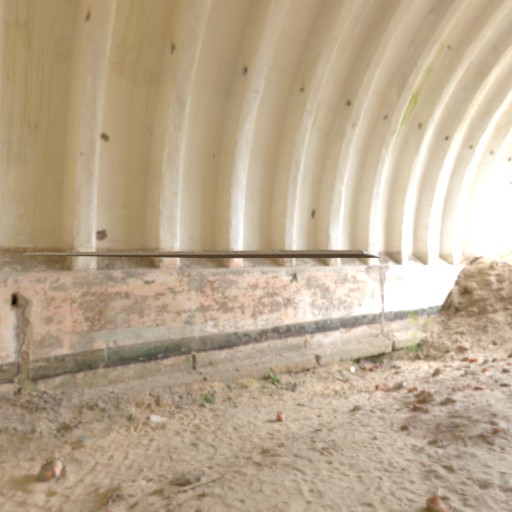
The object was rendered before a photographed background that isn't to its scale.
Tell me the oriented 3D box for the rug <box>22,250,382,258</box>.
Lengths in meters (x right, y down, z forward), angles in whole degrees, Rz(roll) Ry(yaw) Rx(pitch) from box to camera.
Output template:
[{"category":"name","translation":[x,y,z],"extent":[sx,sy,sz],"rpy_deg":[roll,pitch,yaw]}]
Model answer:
[{"category":"rug","translation":[0.000,0.000,3.456],"extent":[1.819,0.018,2.746],"rpy_deg":[0,-1,17]}]
